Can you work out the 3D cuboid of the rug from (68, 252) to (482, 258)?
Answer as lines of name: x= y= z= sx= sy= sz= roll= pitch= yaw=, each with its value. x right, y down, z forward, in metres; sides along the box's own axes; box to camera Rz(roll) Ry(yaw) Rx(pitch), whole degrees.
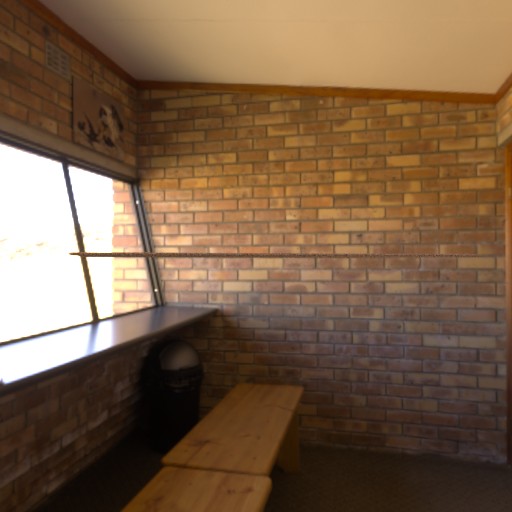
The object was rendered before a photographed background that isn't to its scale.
rug: x=0.000 y=0.000 z=2.853 sx=2.141 sy=0.013 sz=1.566 roll=0 pitch=-1 yaw=-19
